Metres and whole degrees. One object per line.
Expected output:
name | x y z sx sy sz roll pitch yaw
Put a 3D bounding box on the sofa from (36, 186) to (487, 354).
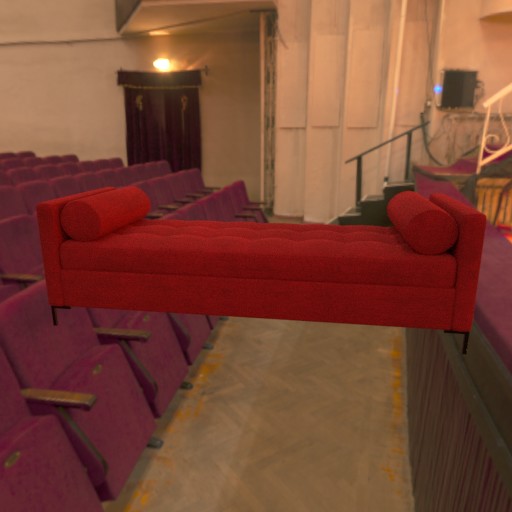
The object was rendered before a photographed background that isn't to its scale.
sofa | 0.000 0.000 2.315 1.981 0.635 0.686 2 15 9
